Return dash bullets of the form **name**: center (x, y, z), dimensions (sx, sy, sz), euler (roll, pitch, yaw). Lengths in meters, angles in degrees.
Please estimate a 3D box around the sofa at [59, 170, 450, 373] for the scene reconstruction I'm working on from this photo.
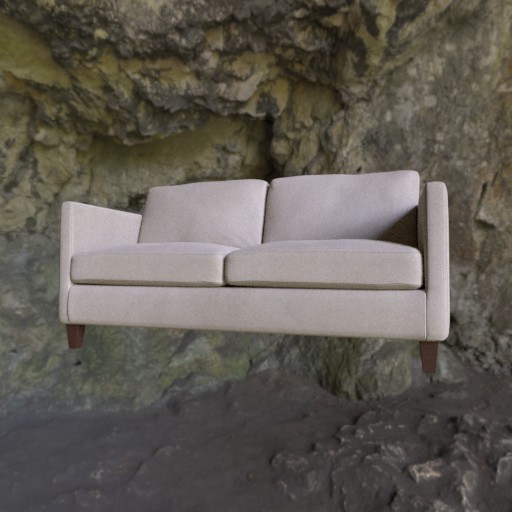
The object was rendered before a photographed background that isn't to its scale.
- **sofa**: center (0.000, 0.000, 2.391), dimensions (1.846, 0.940, 0.950), euler (0, -1, 18)
